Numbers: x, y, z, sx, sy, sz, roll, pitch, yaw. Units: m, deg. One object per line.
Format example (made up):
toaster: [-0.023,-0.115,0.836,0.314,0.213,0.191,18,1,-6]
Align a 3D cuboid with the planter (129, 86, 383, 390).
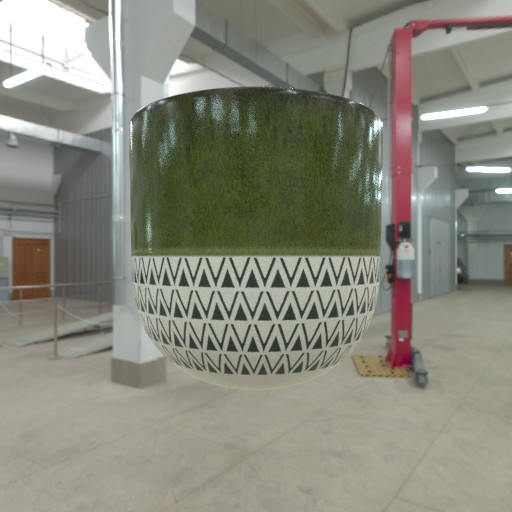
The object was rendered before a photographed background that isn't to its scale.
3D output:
planter: [0.000,0.000,0.484,0.266,0.270,0.266,0,0,0]
